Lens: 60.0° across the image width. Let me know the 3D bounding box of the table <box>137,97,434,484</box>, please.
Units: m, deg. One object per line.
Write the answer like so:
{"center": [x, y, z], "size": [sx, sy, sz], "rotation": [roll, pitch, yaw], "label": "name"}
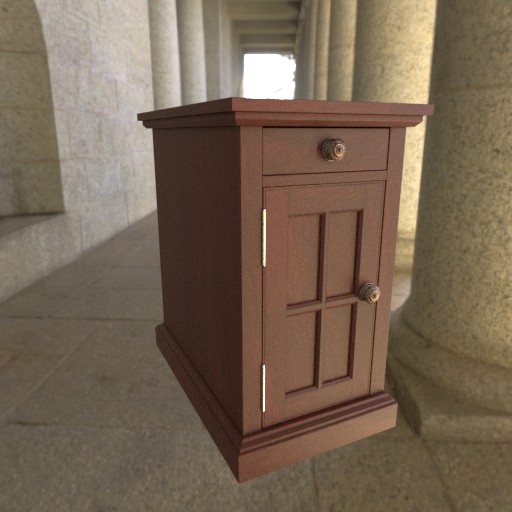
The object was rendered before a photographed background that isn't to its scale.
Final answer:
{"center": [0.000, 0.000, 0.977], "size": [0.356, 0.612, 0.584], "rotation": [-7, 17, -25], "label": "table"}
